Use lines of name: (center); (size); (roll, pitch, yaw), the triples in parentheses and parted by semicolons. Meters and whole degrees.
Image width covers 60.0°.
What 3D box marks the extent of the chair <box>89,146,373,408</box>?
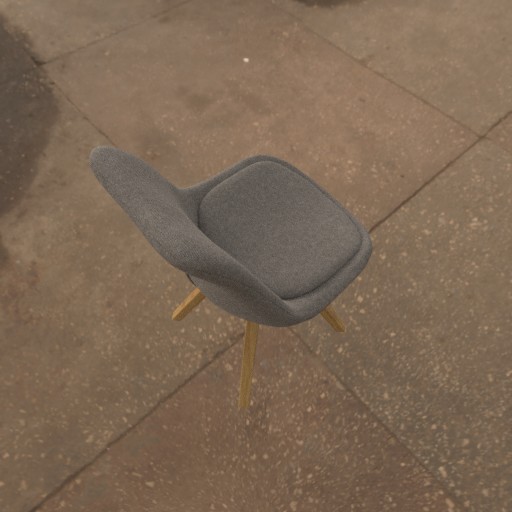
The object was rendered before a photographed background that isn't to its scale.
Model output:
chair: (0.000, 0.000, 1.162); (0.550, 0.865, 0.483); (-35, 64, -19)
